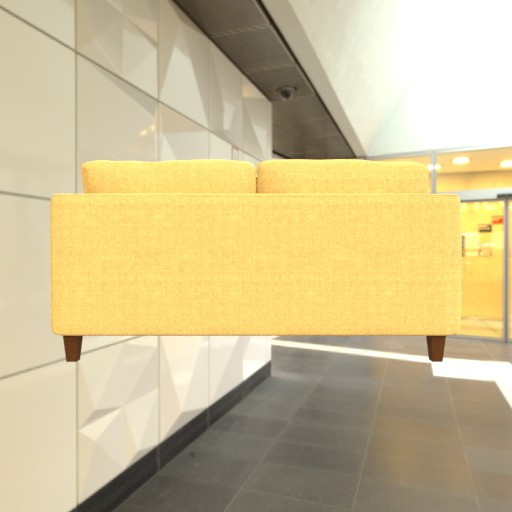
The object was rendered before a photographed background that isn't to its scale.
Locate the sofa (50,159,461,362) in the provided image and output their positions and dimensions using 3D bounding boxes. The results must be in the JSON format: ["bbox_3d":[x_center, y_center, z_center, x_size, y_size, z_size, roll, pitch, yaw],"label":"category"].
[{"bbox_3d":[0.000,0.000,2.457,1.884,0.963,0.950,0,0,0],"label":"sofa"}]
